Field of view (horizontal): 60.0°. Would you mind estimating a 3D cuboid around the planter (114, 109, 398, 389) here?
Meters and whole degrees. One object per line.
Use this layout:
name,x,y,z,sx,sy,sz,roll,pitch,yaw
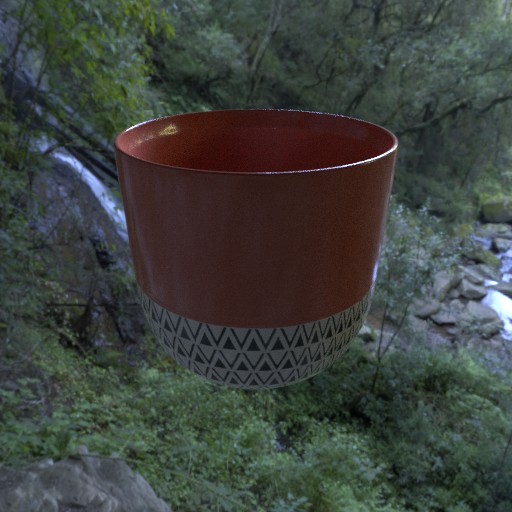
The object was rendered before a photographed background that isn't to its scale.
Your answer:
planter,0.000,0.000,0.491,0.266,0.270,0.266,0,28,0
